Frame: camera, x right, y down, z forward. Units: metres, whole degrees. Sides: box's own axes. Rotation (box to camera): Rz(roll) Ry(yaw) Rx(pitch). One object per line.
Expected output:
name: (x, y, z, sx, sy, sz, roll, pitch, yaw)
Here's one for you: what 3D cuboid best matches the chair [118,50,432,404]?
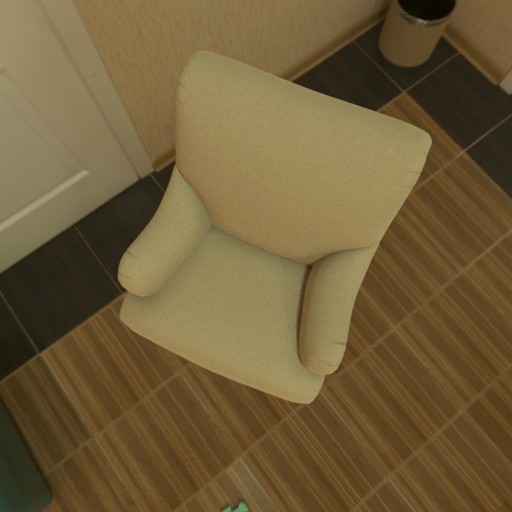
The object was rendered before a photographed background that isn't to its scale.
chair: (0.000, 0.000, 1.559, 0.766, 0.942, 0.842, 22, 76, 6)
